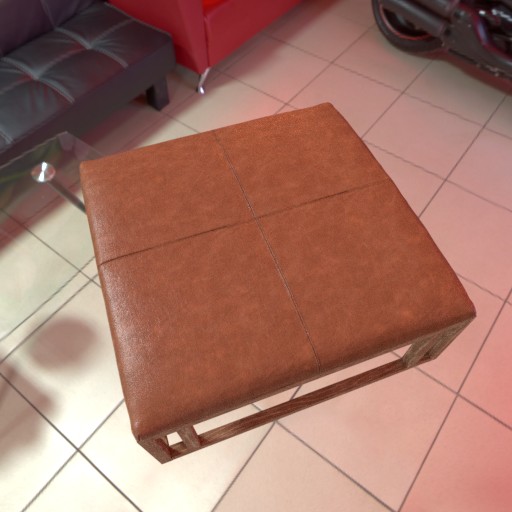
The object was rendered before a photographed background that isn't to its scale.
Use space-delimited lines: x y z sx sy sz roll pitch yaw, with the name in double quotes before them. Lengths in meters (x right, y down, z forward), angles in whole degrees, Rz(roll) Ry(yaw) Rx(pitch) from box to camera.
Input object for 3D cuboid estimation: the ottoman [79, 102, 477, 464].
"ottoman" 0.000 0.000 1.575 1.016 0.442 1.013 -17 58 -11
